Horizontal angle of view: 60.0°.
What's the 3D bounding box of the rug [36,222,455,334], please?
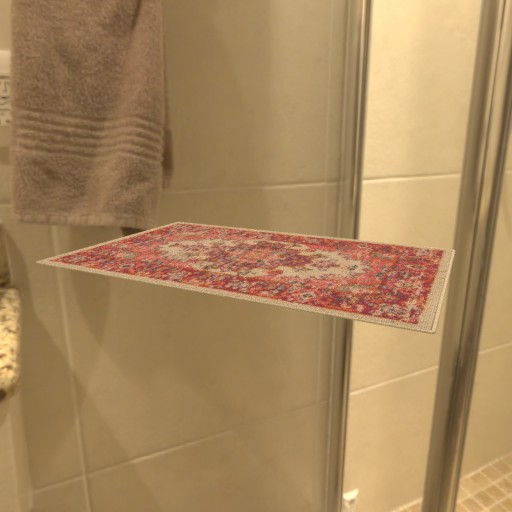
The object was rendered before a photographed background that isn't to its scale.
[{"bbox_3d":[0.000,0.000,1.082,0.868,0.004,0.556,7,17,25],"label":"rug"}]
